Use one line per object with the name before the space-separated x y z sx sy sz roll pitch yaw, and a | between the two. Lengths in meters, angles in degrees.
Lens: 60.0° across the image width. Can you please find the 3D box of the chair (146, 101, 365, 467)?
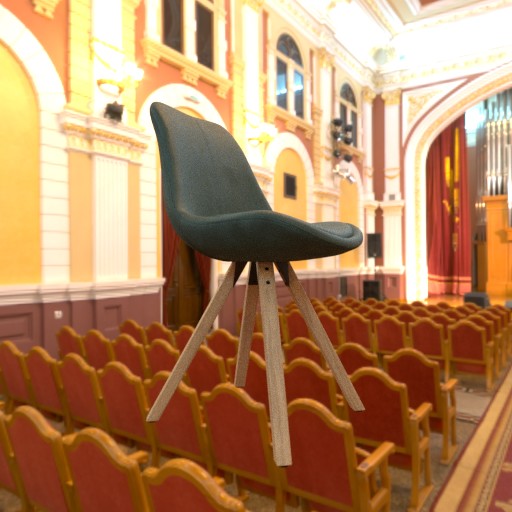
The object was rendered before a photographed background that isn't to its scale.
chair | 0.000 0.000 1.201 0.547 0.865 0.483 0 0 35
